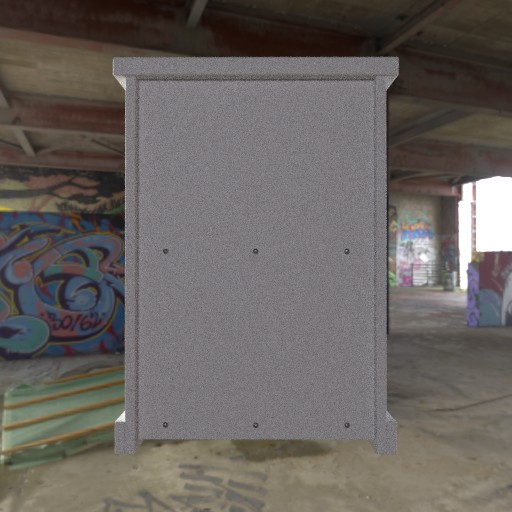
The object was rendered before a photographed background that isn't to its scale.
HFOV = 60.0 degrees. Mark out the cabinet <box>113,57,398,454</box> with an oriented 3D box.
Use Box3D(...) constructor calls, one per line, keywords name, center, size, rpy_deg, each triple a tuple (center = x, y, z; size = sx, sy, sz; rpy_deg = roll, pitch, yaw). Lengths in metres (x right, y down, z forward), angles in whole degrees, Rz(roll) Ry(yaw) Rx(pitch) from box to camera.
Box3D(name="cabinet", center=(0.000, 0.000, 1.018), size=(0.520, 0.723, 0.431), rpy_deg=(0, 0, 0))
